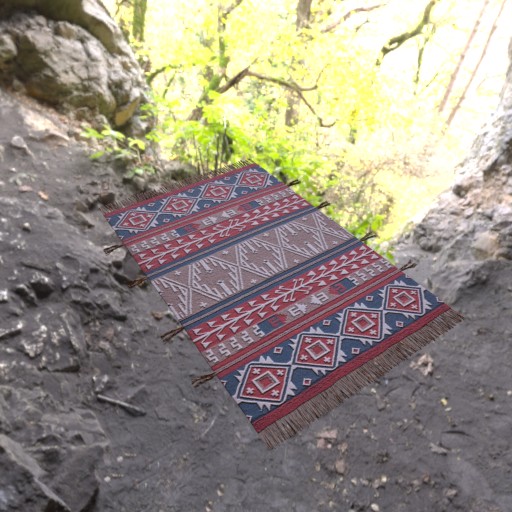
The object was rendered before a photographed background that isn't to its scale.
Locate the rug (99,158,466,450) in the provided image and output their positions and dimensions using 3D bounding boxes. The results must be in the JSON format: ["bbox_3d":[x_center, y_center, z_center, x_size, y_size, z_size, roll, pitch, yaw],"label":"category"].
[{"bbox_3d":[0.000,0.000,2.625,1.469,0.040,2.025,-24,47,-25],"label":"rug"}]
